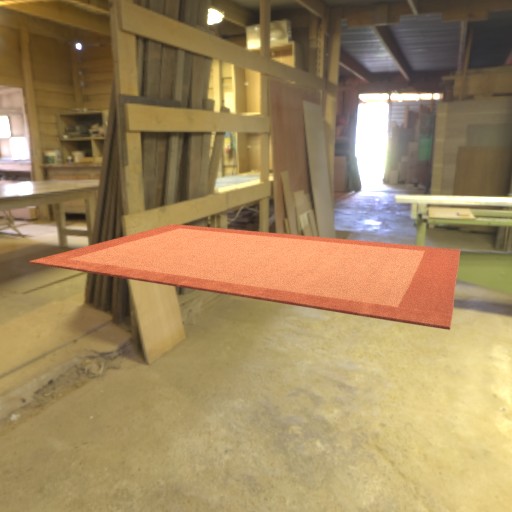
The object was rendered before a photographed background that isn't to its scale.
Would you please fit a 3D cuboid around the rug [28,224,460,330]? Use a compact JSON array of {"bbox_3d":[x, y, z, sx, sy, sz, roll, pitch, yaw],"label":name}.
[{"bbox_3d":[0.000,0.000,2.937,2.438,0.014,1.524,7,15,25],"label":"rug"}]
